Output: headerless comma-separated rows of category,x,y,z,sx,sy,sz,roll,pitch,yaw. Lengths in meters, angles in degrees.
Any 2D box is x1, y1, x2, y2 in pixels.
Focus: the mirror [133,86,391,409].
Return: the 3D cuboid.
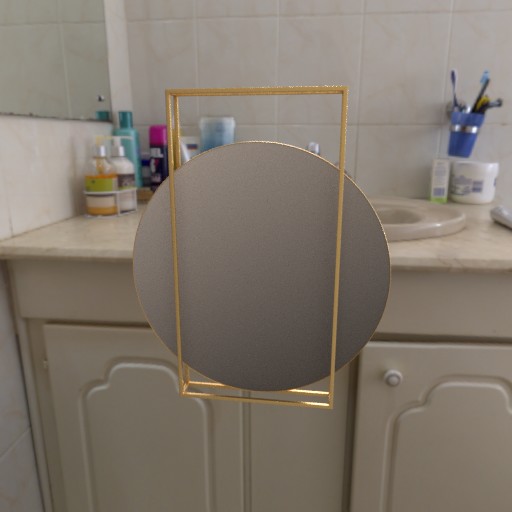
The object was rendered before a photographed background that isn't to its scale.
mirror,0.000,0.000,0.851,0.508,0.603,0.051,2,14,8
